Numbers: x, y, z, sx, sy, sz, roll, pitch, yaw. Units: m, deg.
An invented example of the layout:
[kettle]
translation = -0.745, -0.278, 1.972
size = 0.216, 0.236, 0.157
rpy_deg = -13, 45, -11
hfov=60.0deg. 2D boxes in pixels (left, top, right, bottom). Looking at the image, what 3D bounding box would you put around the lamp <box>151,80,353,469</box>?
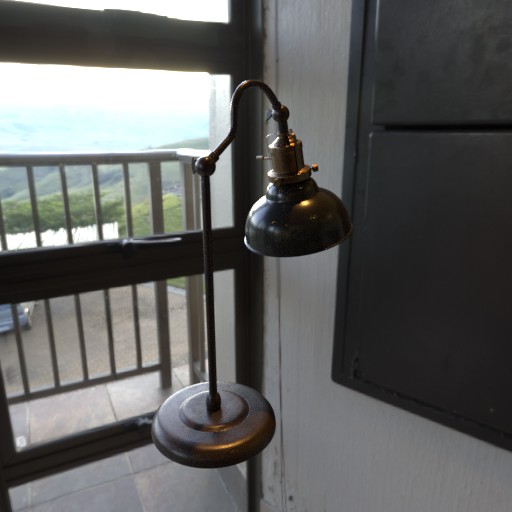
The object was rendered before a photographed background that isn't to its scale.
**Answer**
[lamp]
translation = 0.000, 0.000, 0.684
size = 0.374, 0.508, 0.192
rpy_deg = -15, 22, -43
